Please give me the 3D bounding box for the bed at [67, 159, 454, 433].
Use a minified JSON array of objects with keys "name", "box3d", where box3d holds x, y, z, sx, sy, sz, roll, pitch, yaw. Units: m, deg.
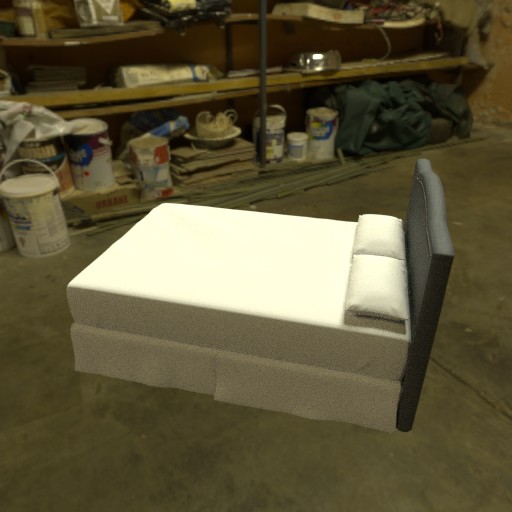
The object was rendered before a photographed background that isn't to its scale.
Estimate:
[{"name":"bed","box3d":[0.000,0.000,3.505,2.507,1.441,1.747,7,30,13]}]
